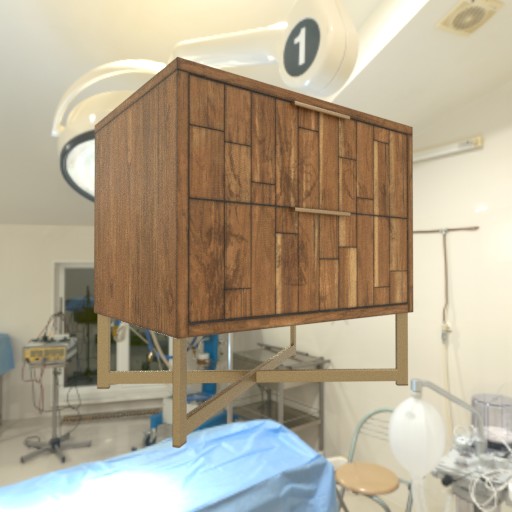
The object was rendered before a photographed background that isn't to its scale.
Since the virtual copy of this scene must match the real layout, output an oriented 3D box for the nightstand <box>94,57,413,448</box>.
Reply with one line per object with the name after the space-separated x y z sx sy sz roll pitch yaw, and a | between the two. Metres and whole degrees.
0.000 0.000 1.032 0.610 0.610 0.446 1 -1 -36 | nightstand
